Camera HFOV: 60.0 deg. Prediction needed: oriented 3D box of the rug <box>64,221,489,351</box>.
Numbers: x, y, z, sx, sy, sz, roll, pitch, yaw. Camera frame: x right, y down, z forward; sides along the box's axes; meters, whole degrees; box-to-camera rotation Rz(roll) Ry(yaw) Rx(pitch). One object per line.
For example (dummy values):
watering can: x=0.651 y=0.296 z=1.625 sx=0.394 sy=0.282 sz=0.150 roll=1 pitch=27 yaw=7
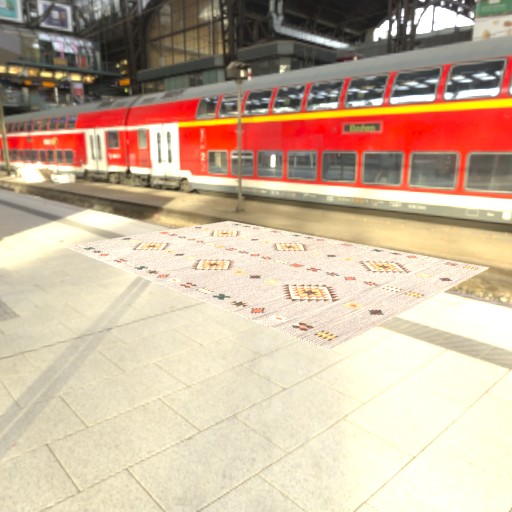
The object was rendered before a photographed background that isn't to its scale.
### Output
rug: x=0.000 y=0.000 z=2.253 sx=1.217 sy=0.005 sz=1.818 roll=-13 pitch=19 yaw=-43
